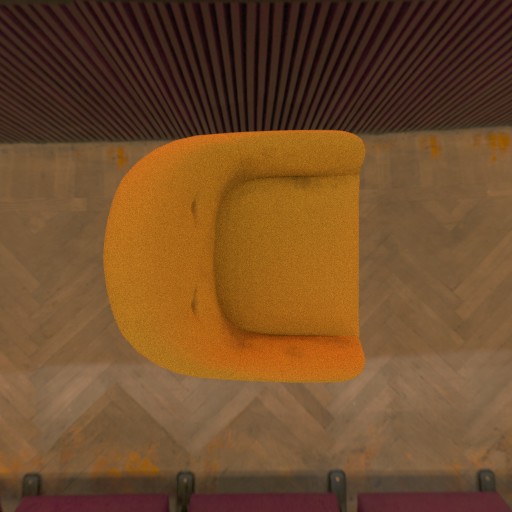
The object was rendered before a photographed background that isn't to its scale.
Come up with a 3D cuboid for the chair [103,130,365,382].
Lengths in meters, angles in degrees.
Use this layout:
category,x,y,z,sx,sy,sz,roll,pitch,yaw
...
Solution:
category,x,y,z,sx,sy,sz,roll,pitch,yaw
chair,0.000,0.000,1.180,0.565,0.775,0.545,0,90,0
